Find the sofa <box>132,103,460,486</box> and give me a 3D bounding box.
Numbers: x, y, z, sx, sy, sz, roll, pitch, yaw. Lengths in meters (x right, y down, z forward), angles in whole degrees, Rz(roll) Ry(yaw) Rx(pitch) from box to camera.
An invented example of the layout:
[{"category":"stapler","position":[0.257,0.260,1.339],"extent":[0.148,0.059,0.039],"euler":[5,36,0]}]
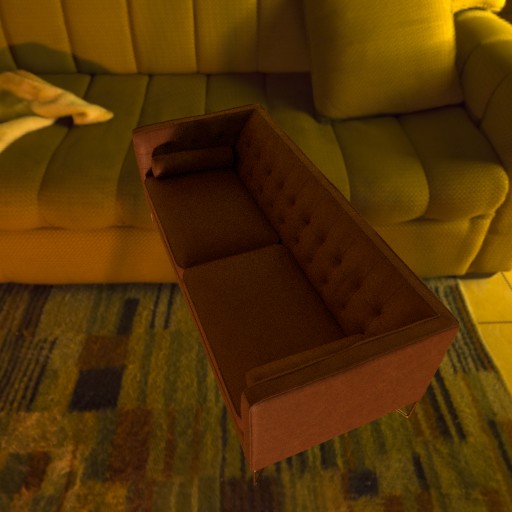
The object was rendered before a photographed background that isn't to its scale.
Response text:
[{"category":"sofa","position":[0.000,0.000,2.552],"extent":[0.912,0.798,2.079],"euler":[-16,47,-16]}]
